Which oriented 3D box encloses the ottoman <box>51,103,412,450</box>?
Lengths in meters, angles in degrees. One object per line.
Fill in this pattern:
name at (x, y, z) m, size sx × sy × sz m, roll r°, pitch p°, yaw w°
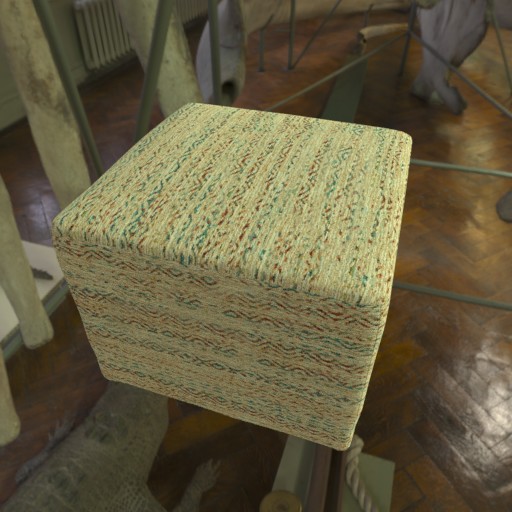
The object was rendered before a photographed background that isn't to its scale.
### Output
ottoman at (0.000, 0.000, 0.909) m, size 0.521 × 0.453 × 0.512 m, roll 12°, pitch 42°, yaw 14°
